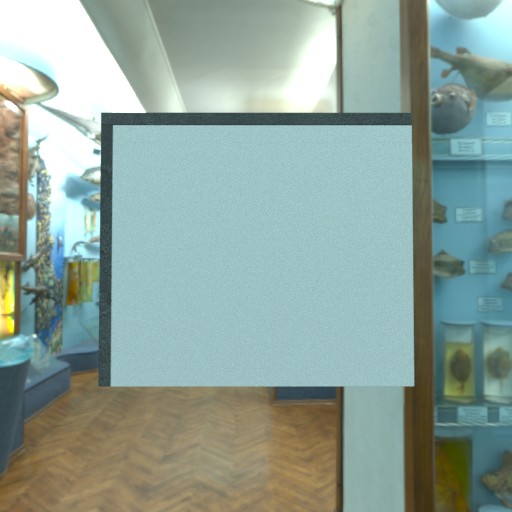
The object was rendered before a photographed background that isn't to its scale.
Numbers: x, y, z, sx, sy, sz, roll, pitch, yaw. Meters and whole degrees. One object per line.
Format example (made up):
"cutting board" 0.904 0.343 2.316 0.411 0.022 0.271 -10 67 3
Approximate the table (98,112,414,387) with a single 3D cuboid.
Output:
"table" 0.000 0.000 0.915 0.400 0.350 0.700 0 -2 0
